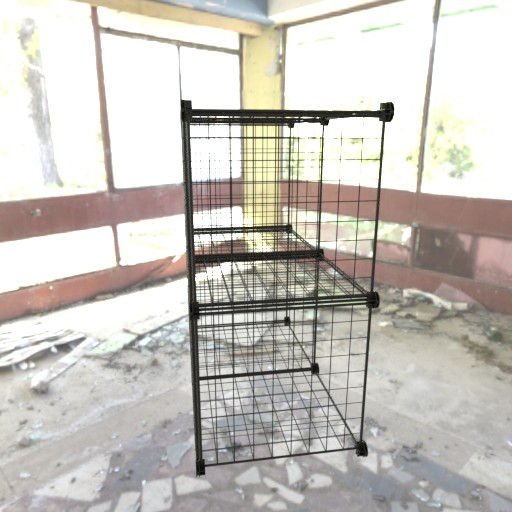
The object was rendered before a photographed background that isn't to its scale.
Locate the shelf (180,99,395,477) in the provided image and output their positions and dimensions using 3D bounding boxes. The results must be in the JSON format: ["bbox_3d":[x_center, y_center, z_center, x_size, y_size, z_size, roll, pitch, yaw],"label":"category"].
[{"bbox_3d":[0.000,0.000,1.145,0.356,0.711,0.711,-2,15,-9],"label":"shelf"}]
